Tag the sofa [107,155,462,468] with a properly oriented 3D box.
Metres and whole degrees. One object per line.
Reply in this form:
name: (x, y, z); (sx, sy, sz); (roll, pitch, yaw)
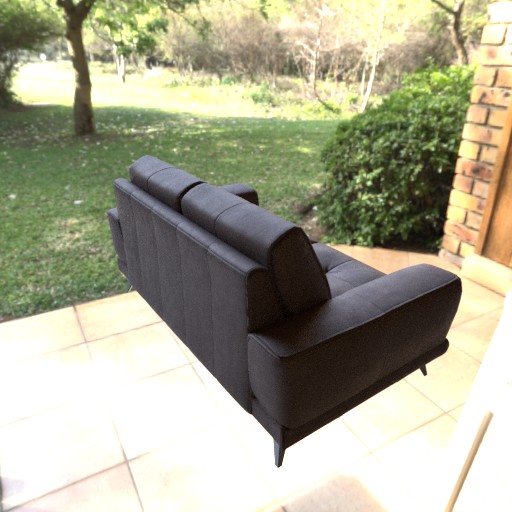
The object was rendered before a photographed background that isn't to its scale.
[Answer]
sofa: (0.000, 0.000, 2.349); (1.018, 0.907, 1.806); (-17, 31, -31)
